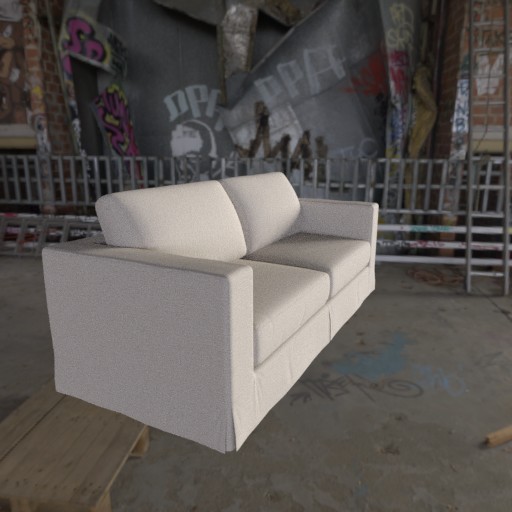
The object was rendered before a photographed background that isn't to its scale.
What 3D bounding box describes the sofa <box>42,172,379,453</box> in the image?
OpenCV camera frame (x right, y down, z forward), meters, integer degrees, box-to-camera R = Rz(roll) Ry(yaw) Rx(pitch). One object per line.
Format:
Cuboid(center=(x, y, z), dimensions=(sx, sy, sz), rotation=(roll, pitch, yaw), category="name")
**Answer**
Cuboid(center=(0.000, 0.000, 2.615), dimensions=(0.954, 0.881, 2.163), rotation=(7, 16, 27), category="sofa")
